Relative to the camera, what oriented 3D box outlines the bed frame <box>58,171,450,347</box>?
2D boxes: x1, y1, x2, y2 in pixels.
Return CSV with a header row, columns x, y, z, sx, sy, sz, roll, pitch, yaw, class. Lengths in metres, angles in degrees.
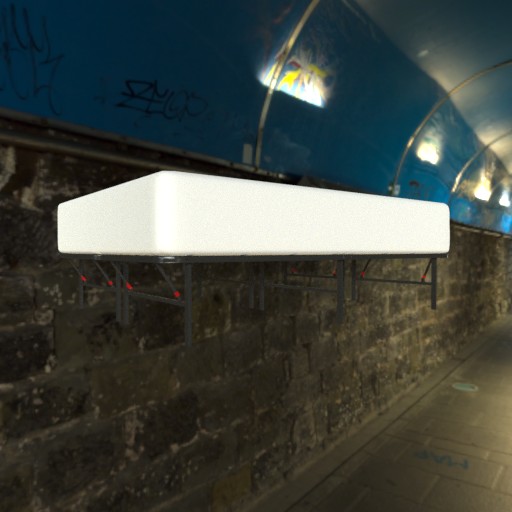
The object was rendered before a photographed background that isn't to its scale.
x,y,z,sx,sy,sz,roll,pitch,yaw,class
0.000,0.000,2.833,2.037,0.677,1.528,-1,1,-37,bed frame
